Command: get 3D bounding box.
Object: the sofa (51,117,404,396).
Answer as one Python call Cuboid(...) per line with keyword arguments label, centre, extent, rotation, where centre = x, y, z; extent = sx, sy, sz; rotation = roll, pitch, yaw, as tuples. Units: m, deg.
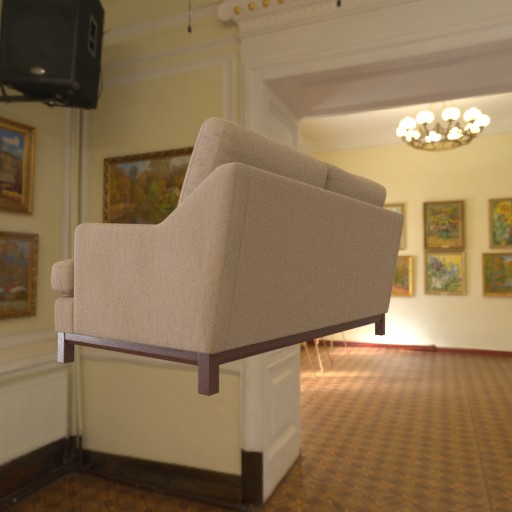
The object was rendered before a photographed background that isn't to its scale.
Cuboid(label="sofa", centre=(0.000, 0.000, 2.226), extent=(1.004, 0.910, 1.619), rotation=(-1, -2, 36))
